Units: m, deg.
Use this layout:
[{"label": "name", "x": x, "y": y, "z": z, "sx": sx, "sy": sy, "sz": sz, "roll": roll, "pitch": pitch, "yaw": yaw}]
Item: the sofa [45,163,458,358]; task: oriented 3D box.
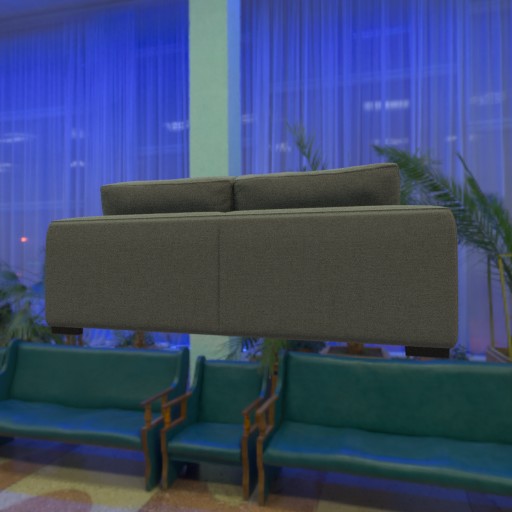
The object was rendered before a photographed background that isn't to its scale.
[{"label": "sofa", "x": 0.000, "y": 0.000, "z": 2.430, "sx": 1.920, "sy": 0.800, "sz": 1.069, "roll": 0, "pitch": -1, "yaw": 18}]
